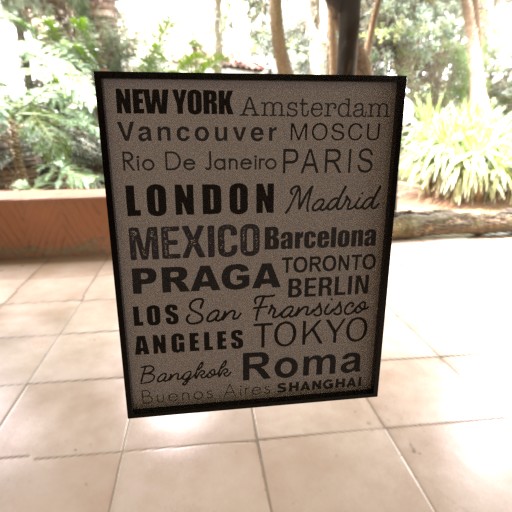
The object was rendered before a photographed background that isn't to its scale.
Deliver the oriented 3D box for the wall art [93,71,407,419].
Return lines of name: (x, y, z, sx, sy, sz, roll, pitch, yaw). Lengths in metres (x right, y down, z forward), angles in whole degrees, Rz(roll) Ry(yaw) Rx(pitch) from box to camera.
wall art: (0.000, 0.000, 0.725, 0.448, 0.551, 0.038, -2, 17, -8)
